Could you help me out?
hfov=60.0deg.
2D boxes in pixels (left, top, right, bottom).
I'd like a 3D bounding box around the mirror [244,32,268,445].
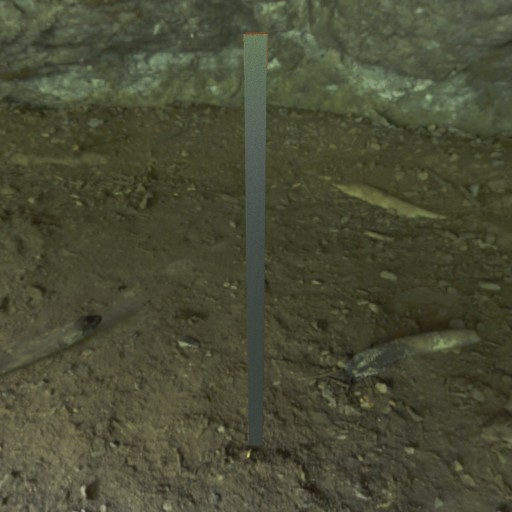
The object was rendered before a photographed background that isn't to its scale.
[{"bbox_3d":[0.000,0.000,1.250,0.047,1.123,0.343,0,27,0],"label":"mirror"}]
